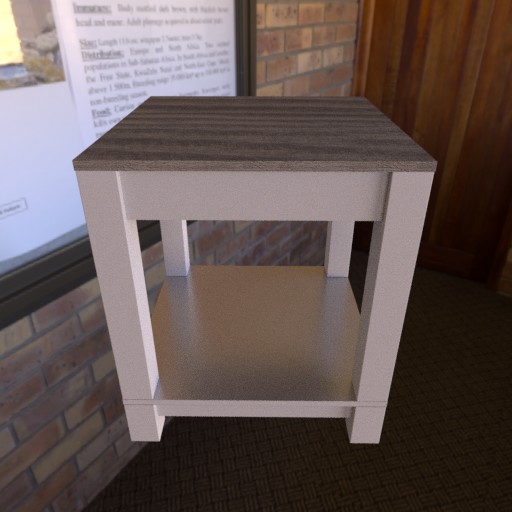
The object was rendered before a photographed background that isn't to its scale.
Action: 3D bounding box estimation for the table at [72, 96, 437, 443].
[{"bbox_3d":[0.000,0.000,0.978,0.506,0.587,0.504,0,29,1],"label":"table"}]
